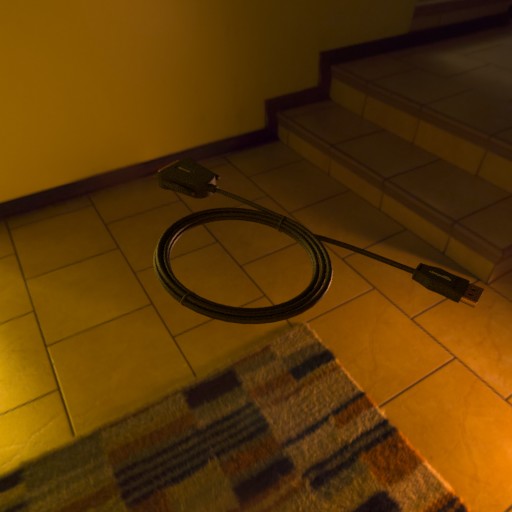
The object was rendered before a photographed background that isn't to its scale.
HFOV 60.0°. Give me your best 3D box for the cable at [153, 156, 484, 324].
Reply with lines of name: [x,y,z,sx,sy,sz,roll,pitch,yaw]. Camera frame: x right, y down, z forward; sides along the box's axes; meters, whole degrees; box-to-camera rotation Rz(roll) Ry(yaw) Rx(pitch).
cable: [0.000,0.000,0.321,0.281,0.015,0.136,27,48,28]
